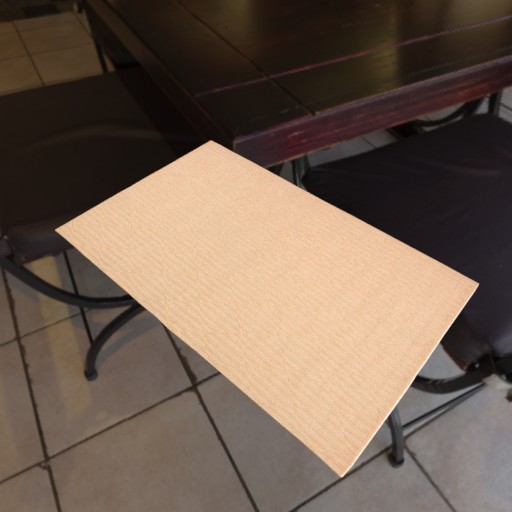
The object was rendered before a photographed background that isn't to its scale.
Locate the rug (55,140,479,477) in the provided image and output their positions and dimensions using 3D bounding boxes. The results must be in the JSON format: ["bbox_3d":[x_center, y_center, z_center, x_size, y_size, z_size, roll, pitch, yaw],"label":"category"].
[{"bbox_3d":[0.000,0.000,2.955,2.441,0.014,1.531,33,56,27],"label":"rug"}]
